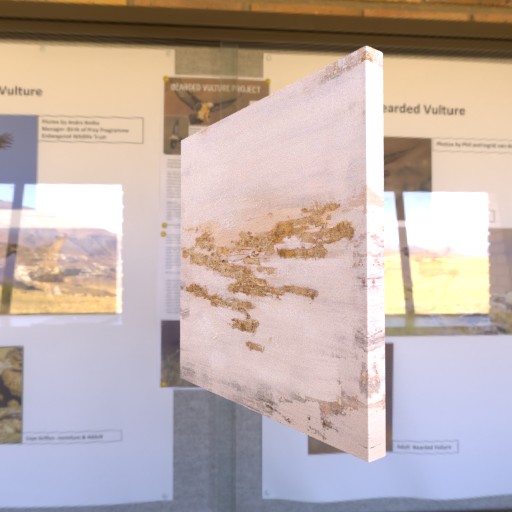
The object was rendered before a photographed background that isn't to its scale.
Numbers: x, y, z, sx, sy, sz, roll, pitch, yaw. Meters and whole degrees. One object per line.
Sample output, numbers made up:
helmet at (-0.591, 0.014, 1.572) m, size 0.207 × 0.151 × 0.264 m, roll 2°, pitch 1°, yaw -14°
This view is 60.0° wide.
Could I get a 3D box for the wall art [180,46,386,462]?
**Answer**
wall art at (0.000, 0.000, 0.908) m, size 0.040 × 0.613 × 0.611 m, roll 1°, pitch -2°, yaw -36°
